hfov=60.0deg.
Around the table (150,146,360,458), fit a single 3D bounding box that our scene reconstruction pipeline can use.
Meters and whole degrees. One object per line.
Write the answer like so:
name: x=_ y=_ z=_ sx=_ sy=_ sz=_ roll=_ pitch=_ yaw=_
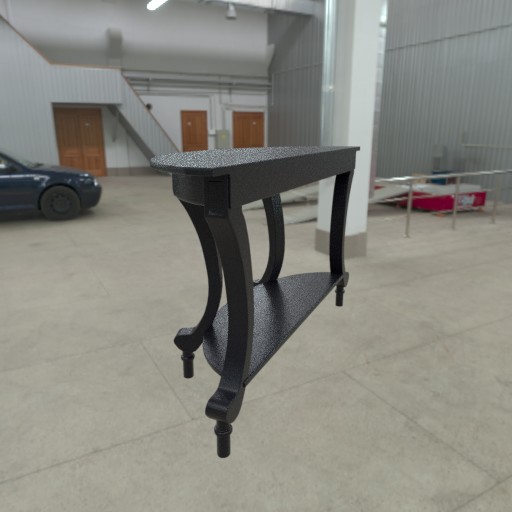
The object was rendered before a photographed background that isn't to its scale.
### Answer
table: x=0.000 y=0.000 z=1.508 sx=0.394 sy=0.692 sz=1.198 roll=7 pitch=18 yaw=24
